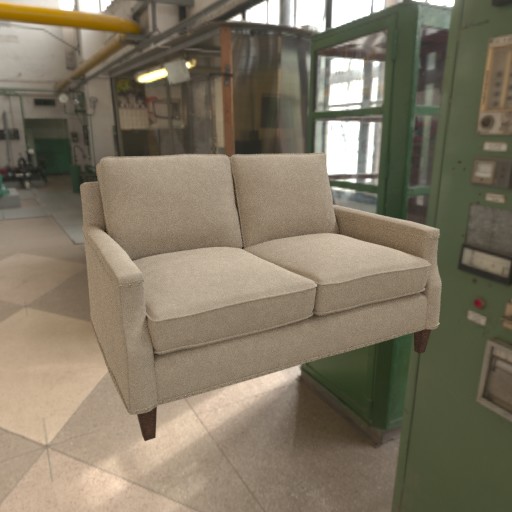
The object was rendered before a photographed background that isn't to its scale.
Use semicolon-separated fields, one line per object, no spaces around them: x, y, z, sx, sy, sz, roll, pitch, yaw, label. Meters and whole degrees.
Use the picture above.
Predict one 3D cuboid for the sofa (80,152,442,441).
0.000;0.000;2.274;1.597;1.002;1.084;-8;18;-27;sofa
